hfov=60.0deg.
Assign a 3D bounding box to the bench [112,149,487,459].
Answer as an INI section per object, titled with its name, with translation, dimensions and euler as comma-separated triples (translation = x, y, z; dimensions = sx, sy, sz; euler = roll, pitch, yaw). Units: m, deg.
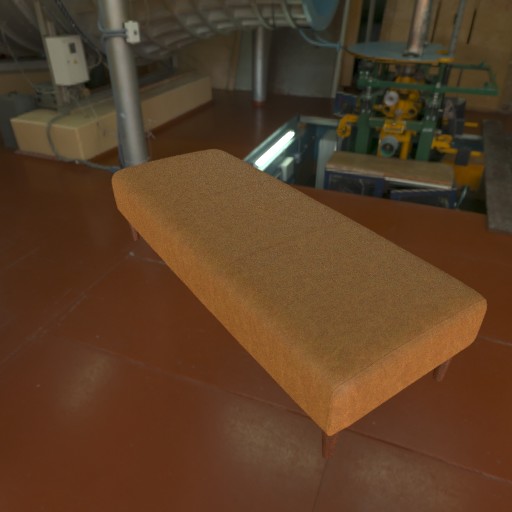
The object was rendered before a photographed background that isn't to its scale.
[bench]
translation = 0.000, 0.000, 1.818
dimensions = 0.653, 0.399, 1.610
euler = -20, 38, -28
